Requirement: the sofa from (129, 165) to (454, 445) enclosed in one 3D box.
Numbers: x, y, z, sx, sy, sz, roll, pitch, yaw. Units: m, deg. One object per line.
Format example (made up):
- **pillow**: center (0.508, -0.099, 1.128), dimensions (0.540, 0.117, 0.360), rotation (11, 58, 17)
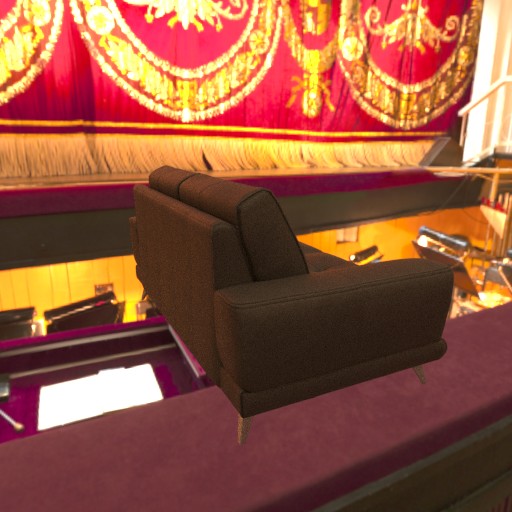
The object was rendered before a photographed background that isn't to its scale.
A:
- **sofa**: center (0.000, 0.000, 2.398), dimensions (1.018, 0.907, 1.806), rotation (-8, 17, -25)
